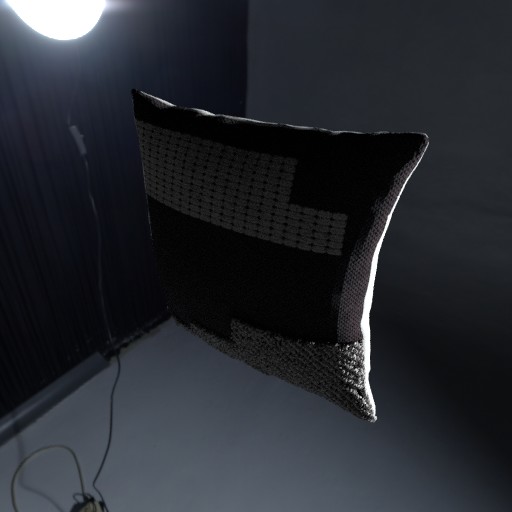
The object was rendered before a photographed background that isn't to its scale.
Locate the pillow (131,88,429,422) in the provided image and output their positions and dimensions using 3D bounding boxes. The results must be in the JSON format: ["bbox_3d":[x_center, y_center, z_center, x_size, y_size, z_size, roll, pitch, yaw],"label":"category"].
[{"bbox_3d":[0.000,0.000,0.719,0.475,0.473,0.178,19,36,29],"label":"pillow"}]
